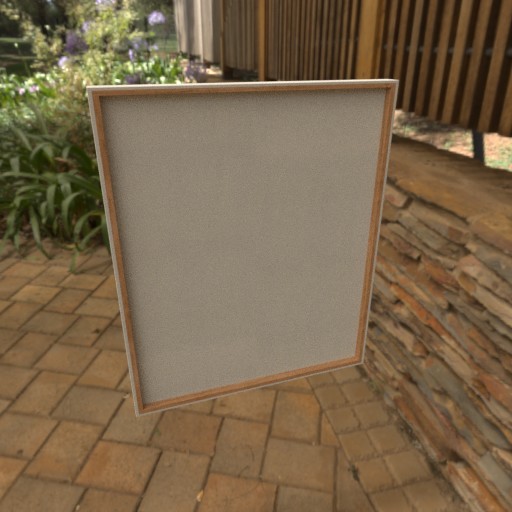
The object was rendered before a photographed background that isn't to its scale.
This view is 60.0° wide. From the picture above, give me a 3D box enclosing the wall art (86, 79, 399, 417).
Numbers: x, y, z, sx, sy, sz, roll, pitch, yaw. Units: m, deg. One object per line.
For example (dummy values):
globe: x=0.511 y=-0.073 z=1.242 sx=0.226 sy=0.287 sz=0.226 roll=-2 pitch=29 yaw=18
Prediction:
wall art: x=0.000 y=0.000 z=0.830 sx=0.508 sy=0.606 sz=0.037 roll=-8 pitch=26 yaw=-17
